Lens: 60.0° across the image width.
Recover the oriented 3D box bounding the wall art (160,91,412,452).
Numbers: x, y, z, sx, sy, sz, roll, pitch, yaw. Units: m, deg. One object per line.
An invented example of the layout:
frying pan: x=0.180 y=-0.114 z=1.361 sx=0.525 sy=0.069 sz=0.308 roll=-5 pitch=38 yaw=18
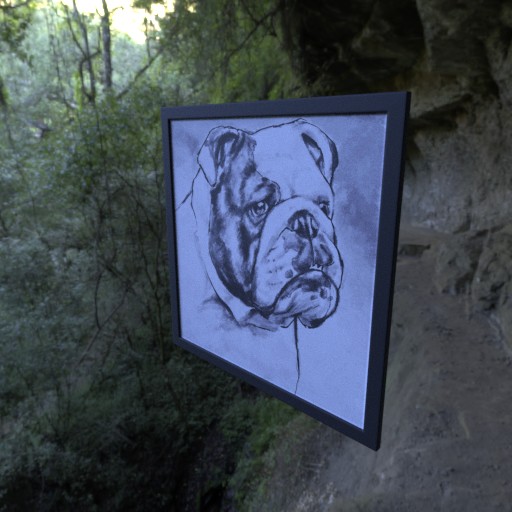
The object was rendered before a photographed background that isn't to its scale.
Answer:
wall art: x=0.000 y=0.000 z=0.845 sx=0.562 sy=0.558 sz=0.012 roll=14 pitch=21 yaw=42
